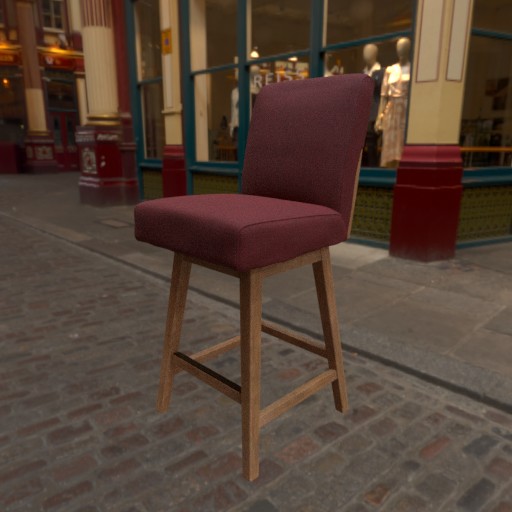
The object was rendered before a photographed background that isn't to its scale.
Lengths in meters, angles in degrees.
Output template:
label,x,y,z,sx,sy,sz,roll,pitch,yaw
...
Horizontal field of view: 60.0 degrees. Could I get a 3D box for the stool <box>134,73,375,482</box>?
label,x,y,z,sx,sy,sz,roll,pitch,yaw
stool,0.000,0.000,1.327,0.562,1.038,0.468,-14,21,-43
